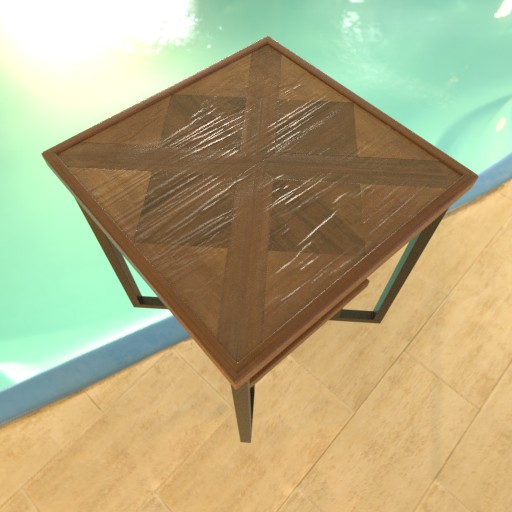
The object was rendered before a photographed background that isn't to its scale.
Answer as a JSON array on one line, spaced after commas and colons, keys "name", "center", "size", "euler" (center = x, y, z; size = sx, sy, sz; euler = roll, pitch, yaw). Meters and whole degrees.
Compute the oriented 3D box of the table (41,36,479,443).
[{"name": "table", "center": [0.000, 0.000, 0.953], "size": [0.503, 0.563, 0.503], "euler": [-36, 65, -20]}]
